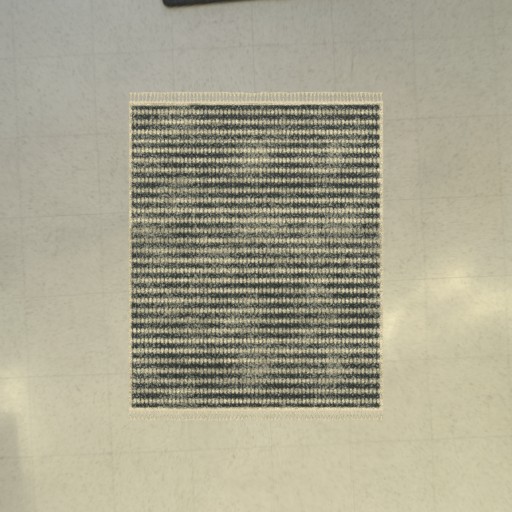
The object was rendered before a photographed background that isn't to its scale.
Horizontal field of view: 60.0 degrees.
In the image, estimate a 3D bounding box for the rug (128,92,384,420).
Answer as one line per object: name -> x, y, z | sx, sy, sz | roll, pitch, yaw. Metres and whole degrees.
rug -> 0.000, 0.000, 3.925 | 2.256, 0.013, 2.910 | 0, 90, 0
